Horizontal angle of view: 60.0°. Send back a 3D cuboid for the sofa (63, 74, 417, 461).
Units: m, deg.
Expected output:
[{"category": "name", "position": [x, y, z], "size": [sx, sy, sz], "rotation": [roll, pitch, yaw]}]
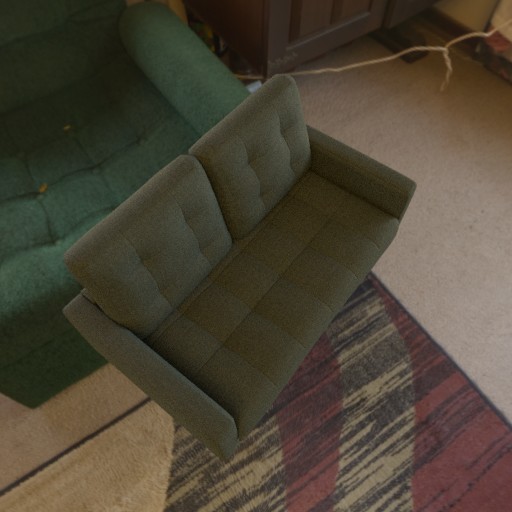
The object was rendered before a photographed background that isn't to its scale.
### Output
[{"category": "sofa", "position": [0.000, 0.000, 1.930], "size": [0.842, 0.907, 1.407], "rotation": [34, 64, 19]}]
